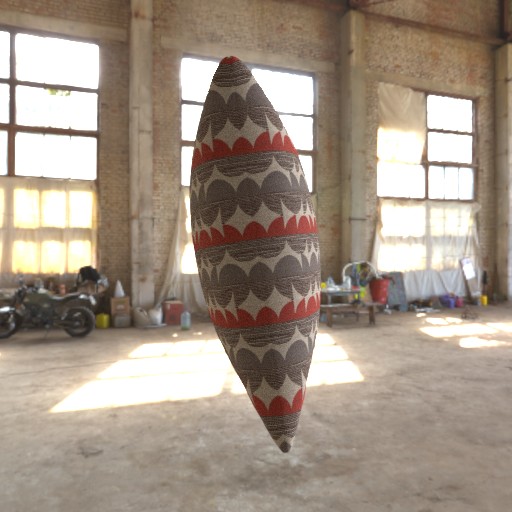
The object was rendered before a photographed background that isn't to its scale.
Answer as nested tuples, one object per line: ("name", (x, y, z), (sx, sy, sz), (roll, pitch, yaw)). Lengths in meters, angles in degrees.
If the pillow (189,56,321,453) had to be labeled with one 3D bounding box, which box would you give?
("pillow", (0.000, 0.000, 0.648), (0.180, 0.410, 0.420), (0, 0, 0))
